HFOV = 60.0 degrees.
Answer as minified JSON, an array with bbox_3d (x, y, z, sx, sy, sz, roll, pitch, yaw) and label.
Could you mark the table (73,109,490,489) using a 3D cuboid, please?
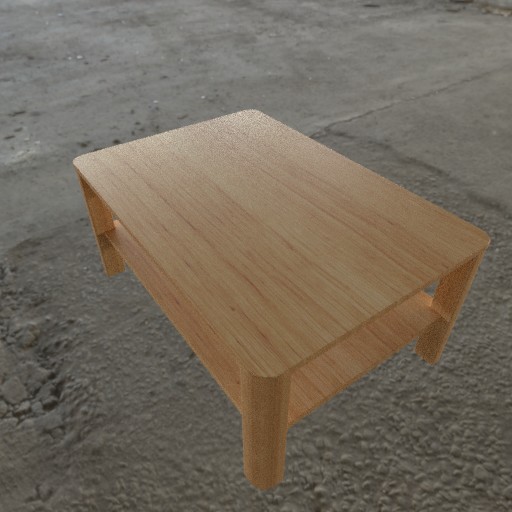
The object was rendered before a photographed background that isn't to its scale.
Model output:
[{"bbox_3d":[0.000,0.000,1.348,0.696,0.445,0.997,-25,46,-27],"label":"table"}]
